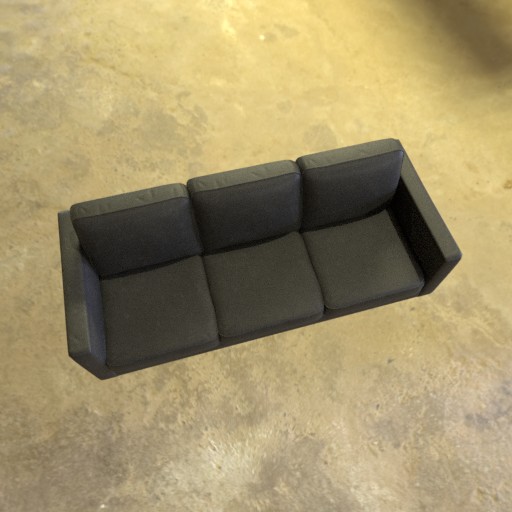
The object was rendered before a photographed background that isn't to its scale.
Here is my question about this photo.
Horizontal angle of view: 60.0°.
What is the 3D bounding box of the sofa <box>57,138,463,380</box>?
[{"bbox_3d":[0.000,0.000,2.558,2.029,0.899,0.879,-14,63,-7],"label":"sofa"}]
